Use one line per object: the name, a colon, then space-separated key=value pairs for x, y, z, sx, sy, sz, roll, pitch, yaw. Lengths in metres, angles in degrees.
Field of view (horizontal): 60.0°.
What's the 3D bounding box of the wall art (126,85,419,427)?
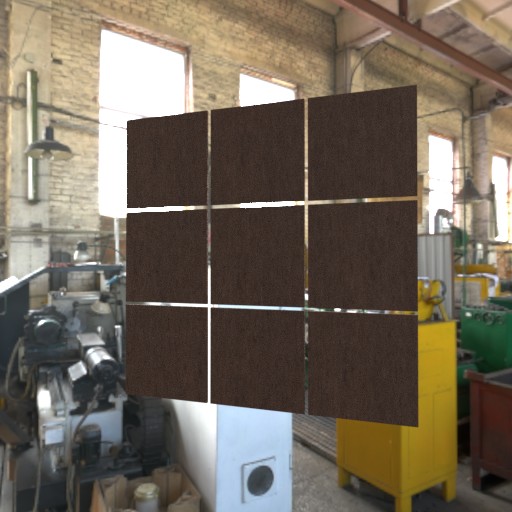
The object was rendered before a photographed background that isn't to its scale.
wall art: x=0.000 y=0.000 z=2.227 sx=1.527 sy=1.525 sz=0.014 roll=0 pitch=-1 yaw=19
